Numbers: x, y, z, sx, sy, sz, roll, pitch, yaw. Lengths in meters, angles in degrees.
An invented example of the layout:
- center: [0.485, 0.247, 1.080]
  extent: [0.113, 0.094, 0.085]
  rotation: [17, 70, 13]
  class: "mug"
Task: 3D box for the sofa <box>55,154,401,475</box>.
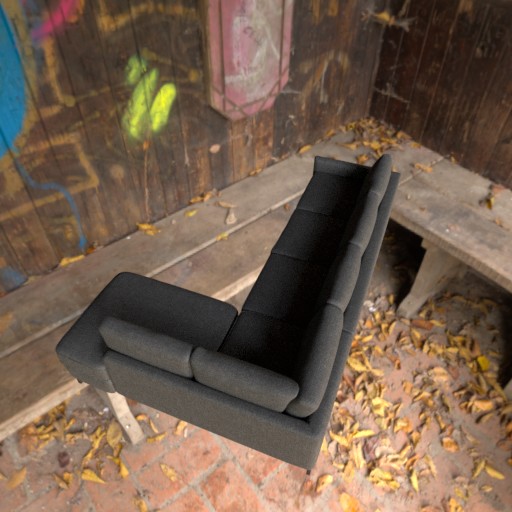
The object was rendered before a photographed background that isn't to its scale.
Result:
- center: [0.000, 0.000, 3.897]
  extent: [1.984, 0.858, 2.972]
  rotation: [16, 47, 15]
  class: "sofa"
